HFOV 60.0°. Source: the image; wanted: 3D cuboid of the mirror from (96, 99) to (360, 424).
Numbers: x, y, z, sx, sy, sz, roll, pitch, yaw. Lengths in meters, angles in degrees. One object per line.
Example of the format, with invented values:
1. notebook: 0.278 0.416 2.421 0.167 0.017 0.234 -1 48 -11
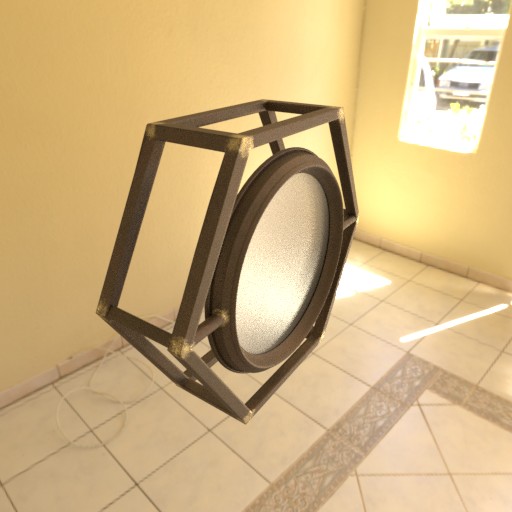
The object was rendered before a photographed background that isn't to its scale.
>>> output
1. mirror: 0.000 0.000 0.543 0.119 0.334 0.380 18 32 31
